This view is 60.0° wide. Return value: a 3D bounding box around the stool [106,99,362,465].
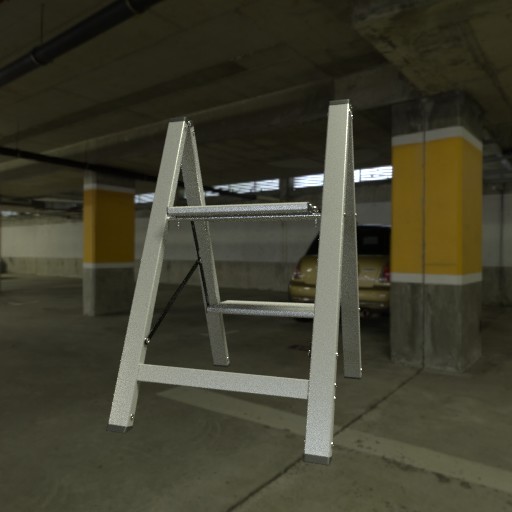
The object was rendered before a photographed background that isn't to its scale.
[{"bbox_3d":[0.000,0.000,1.034,0.440,0.670,0.535,0,1,19],"label":"stool"}]
